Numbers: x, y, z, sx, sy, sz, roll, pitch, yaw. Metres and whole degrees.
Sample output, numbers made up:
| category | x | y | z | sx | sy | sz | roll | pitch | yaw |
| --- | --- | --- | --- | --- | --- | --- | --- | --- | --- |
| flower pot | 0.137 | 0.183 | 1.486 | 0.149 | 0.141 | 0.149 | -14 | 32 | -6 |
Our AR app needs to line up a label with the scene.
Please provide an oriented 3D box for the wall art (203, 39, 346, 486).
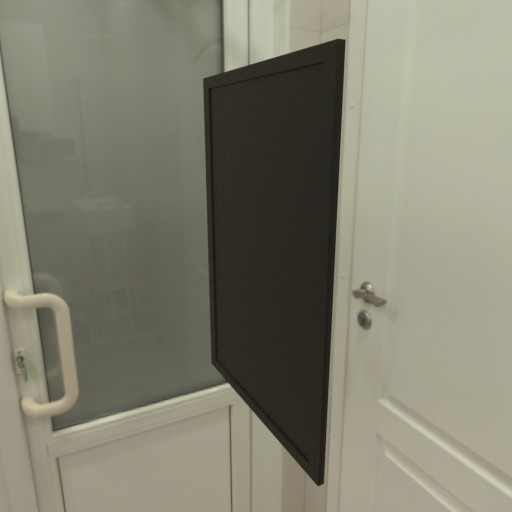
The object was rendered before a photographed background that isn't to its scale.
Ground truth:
| category | x | y | z | sx | sy | sz | roll | pitch | yaw |
| --- | --- | --- | --- | --- | --- | --- | --- | --- | --- |
| wall art | 0.000 | 0.000 | 0.823 | 0.012 | 0.661 | 0.451 | -8 | 17 | -27 |
